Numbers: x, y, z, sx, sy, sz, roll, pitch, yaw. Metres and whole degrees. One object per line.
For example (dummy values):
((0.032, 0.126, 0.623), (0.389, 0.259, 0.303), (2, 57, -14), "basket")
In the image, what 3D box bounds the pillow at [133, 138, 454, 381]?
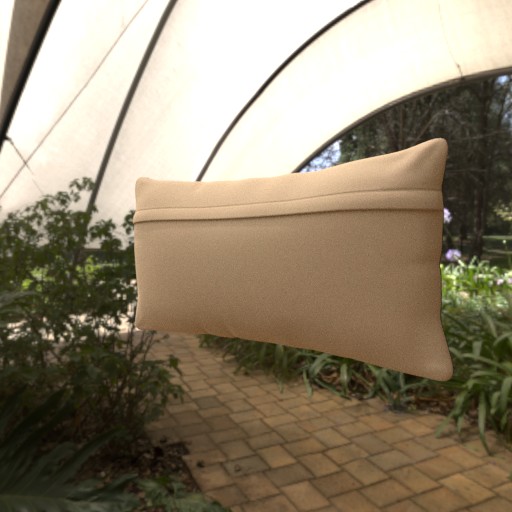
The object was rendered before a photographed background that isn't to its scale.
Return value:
((0.000, 0.000, 0.722), (0.604, 0.307, 0.148), (1, 2, 36), "pillow")
